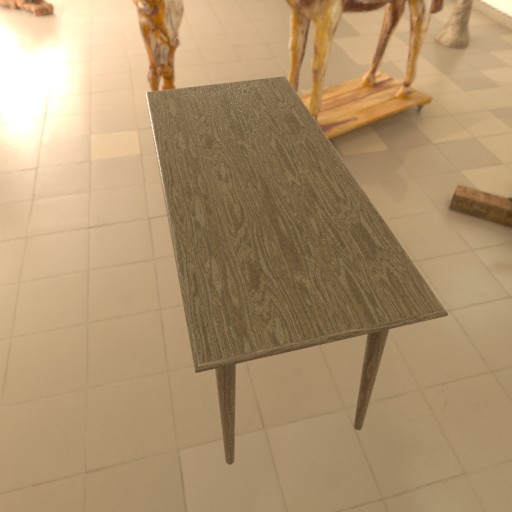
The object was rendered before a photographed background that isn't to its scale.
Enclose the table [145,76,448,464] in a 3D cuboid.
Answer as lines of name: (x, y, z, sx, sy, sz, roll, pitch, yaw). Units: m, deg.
table: (0.000, 0.000, 1.701, 0.599, 0.780, 1.300, -10, 47, -10)
